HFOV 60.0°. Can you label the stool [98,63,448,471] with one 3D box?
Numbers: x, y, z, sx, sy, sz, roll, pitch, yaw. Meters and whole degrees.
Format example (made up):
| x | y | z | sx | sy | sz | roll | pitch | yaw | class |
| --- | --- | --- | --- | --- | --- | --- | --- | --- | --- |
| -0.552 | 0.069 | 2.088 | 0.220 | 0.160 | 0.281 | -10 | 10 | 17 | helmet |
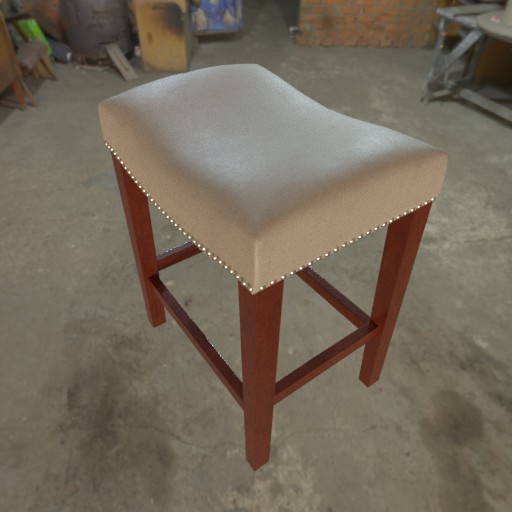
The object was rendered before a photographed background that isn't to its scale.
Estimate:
| x | y | z | sx | sy | sz | roll | pitch | yaw | class |
| --- | --- | --- | --- | --- | --- | --- | --- | --- | --- |
| 0.000 | 0.000 | 0.926 | 0.375 | 0.632 | 0.509 | -26 | 47 | -26 | stool |
